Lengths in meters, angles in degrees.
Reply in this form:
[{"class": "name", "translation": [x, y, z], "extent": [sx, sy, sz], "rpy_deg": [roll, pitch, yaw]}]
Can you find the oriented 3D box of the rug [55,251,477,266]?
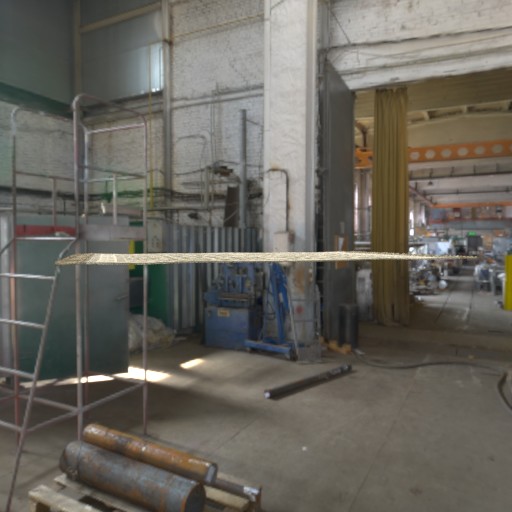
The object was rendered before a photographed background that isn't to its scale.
[{"class": "rug", "translation": [0.000, 0.000, 3.099], "extent": [2.431, 0.025, 1.530], "rpy_deg": [-1, 2, -18]}]
